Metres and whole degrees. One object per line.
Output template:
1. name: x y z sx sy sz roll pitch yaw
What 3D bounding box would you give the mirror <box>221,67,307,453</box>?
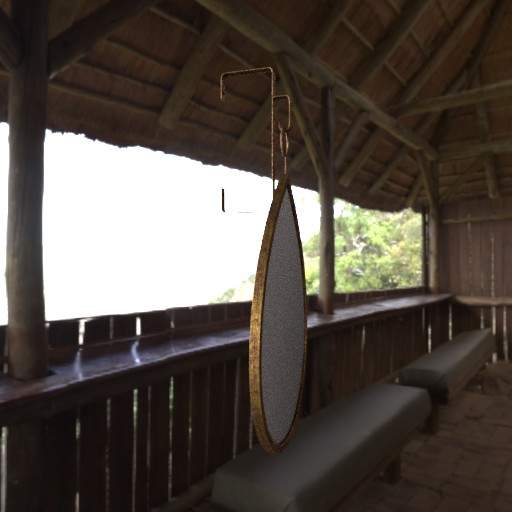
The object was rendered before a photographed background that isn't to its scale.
1. mirror: 0.000 0.000 0.894 0.144 0.744 0.405 0 0 17
